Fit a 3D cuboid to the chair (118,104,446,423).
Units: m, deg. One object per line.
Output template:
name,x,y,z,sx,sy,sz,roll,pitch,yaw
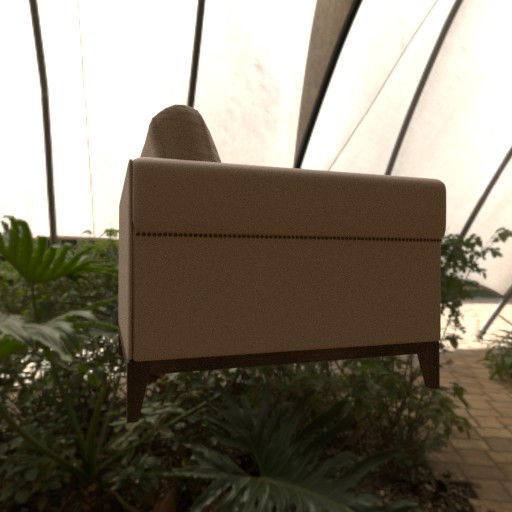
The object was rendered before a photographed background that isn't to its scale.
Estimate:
chair,0.000,0.000,1.655,0.959,0.838,0.914,0,-1,-19
